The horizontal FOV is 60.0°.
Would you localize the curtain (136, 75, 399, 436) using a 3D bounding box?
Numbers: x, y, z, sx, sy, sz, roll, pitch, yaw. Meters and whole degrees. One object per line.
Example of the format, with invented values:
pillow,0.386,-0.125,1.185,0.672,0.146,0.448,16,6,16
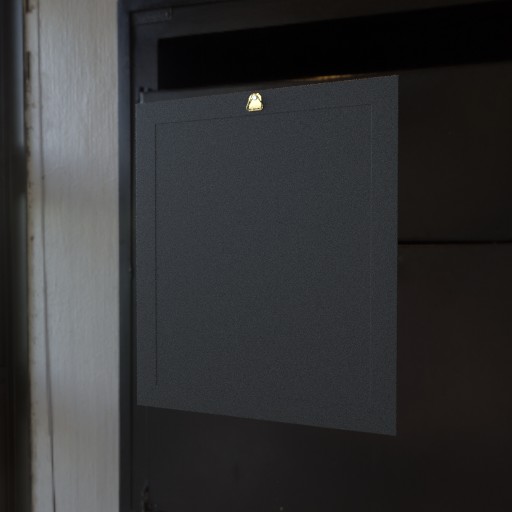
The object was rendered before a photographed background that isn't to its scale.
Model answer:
curtain,0.000,0.000,0.795,0.483,0.585,0.027,0,1,17
